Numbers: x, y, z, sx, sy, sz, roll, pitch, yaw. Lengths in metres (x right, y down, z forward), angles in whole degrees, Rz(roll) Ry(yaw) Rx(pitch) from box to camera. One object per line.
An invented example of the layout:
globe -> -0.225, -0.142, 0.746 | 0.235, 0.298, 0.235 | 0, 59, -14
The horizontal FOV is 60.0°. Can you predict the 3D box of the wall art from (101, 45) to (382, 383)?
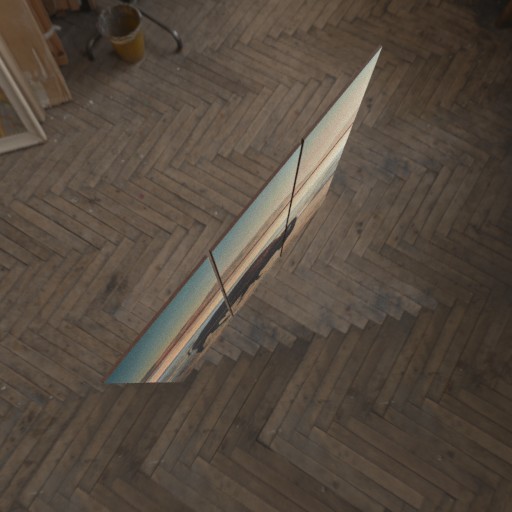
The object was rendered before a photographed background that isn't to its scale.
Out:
wall art -> 0.000, 0.000, 2.237 | 0.019, 1.532, 1.533 | 36, 77, 9
